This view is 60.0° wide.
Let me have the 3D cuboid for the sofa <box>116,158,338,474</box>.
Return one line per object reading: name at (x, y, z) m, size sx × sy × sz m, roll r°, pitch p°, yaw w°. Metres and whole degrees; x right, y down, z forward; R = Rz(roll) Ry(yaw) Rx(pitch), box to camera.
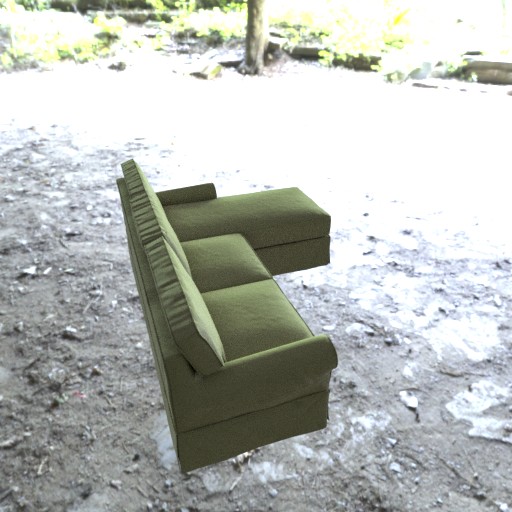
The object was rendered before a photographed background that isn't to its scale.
sofa at (0.000, 0.000, 3.301) m, size 1.733 × 0.978 × 2.475 m, roll -11°, pitch 33°, yaw -17°
